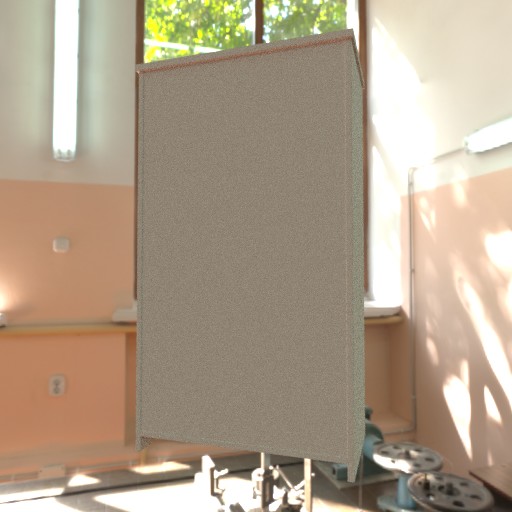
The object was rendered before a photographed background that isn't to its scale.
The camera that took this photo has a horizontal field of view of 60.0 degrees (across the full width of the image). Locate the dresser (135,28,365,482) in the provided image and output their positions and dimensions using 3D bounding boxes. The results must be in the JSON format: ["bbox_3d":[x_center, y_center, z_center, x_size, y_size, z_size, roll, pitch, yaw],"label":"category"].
[{"bbox_3d":[0.000,0.000,1.516,0.704,1.255,0.399,-1,-2,18],"label":"dresser"}]
